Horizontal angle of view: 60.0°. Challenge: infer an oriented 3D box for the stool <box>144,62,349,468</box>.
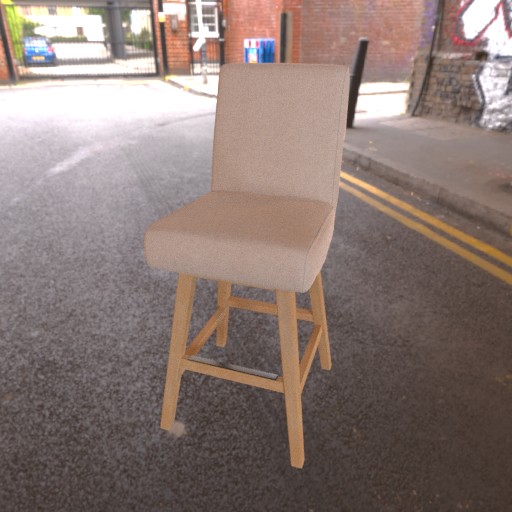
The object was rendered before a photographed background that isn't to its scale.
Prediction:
[{"bbox_3d":[0.000,0.000,1.294,0.446,1.015,0.543,8,27,17],"label":"stool"}]
